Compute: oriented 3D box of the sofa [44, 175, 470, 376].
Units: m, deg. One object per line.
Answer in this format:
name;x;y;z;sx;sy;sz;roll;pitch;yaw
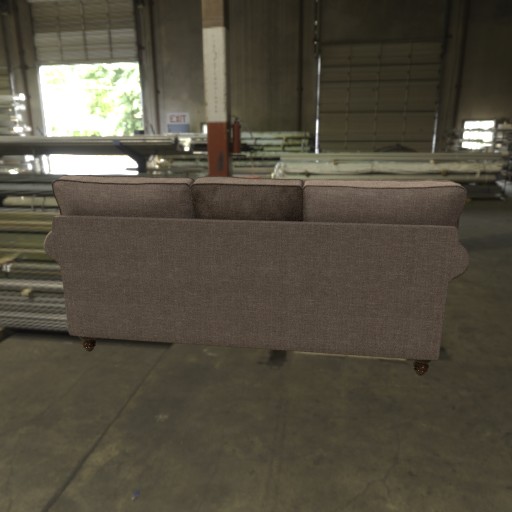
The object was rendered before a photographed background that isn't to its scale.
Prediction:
sofa;0.000;0.000;2.580;2.084;0.961;0.916;2;15;8
